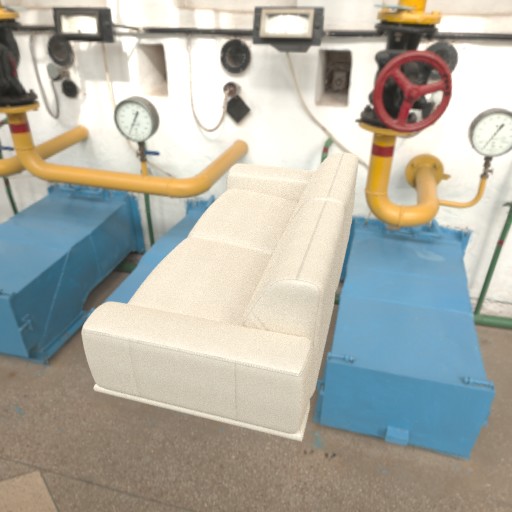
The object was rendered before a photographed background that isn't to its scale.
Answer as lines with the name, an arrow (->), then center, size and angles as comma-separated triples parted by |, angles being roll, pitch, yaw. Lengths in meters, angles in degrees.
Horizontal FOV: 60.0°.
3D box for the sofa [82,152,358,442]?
sofa -> 0.000, 0.000, 2.407 | 0.900, 0.772, 1.901 | 8, 32, 14
